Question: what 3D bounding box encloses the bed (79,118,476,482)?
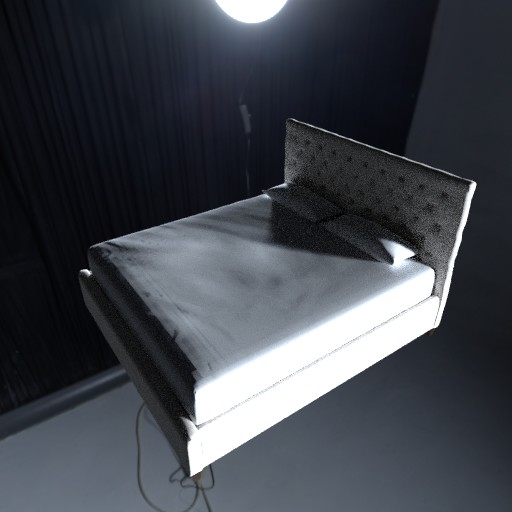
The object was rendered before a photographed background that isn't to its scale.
[{"bbox_3d":[0.000,0.000,3.592,2.387,1.427,2.078,-20,37,-29],"label":"bed"}]
